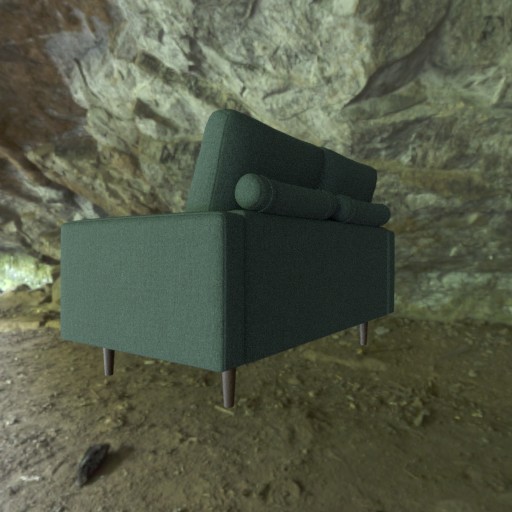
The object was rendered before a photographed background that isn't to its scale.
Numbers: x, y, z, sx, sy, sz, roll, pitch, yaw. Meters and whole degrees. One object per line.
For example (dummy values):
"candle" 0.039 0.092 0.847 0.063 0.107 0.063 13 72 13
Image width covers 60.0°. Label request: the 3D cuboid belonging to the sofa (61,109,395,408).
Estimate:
"sofa" 0.000 0.000 1.959 0.842 0.907 1.407 1 1 35
